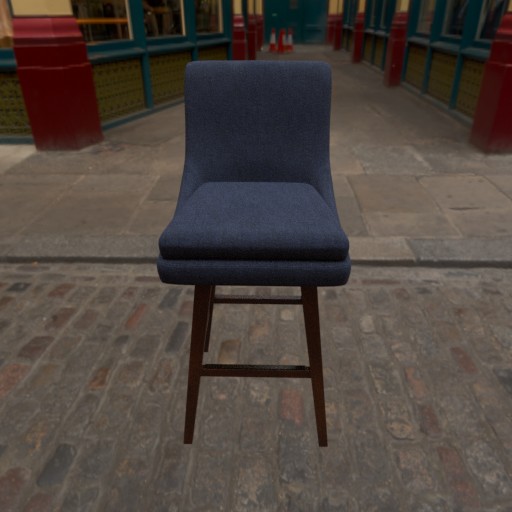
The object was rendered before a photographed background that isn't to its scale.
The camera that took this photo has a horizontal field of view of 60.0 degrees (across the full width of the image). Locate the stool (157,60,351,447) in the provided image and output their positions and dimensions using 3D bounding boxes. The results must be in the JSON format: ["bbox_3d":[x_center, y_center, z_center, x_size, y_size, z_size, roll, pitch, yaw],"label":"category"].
[{"bbox_3d":[0.000,0.000,1.377,0.489,1.068,0.572,1,29,1],"label":"stool"}]
